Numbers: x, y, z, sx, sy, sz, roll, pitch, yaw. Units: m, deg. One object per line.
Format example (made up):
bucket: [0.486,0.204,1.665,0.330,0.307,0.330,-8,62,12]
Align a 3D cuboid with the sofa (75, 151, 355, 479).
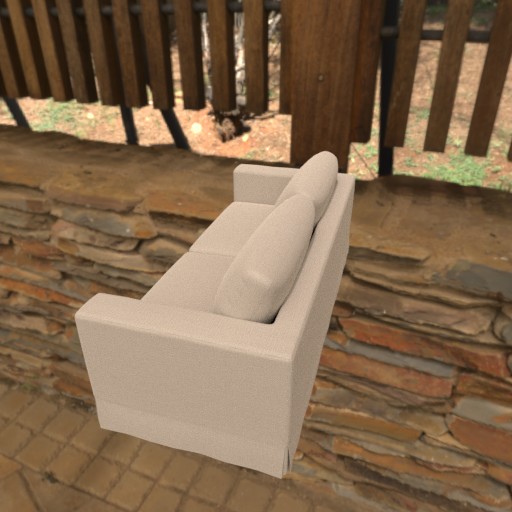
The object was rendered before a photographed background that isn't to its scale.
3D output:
sofa: [0.000,0.000,2.697,0.954,0.881,2.163,9,30,15]
